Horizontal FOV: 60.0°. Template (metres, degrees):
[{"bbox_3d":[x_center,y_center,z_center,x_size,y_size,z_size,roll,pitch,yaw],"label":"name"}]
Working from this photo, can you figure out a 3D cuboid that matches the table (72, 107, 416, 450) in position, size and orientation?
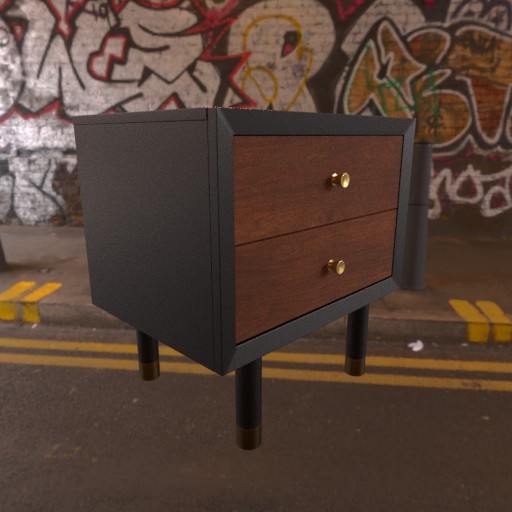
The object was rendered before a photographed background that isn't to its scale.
[{"bbox_3d":[0.000,0.000,0.975,0.441,0.584,0.564,15,21,43],"label":"table"}]
